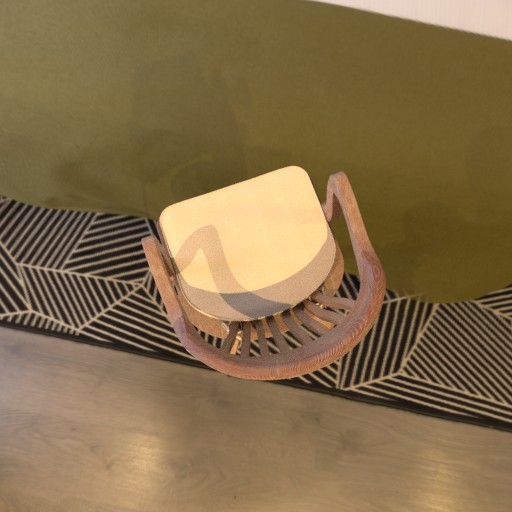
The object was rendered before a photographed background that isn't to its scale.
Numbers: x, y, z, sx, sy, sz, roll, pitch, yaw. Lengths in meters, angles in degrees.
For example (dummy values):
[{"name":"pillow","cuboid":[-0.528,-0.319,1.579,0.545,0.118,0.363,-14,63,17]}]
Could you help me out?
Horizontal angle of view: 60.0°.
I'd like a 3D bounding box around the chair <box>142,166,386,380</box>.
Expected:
[{"name":"chair","cuboid":[0.000,0.000,1.501,0.750,0.878,0.788,-19,77,-5]}]
